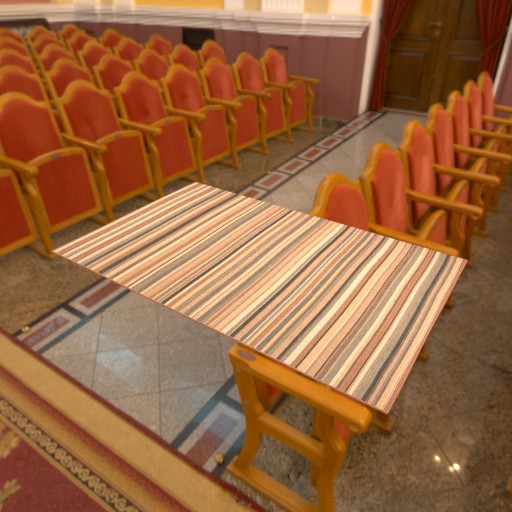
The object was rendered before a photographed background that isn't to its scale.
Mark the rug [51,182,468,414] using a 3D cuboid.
[{"bbox_3d":[0.000,0.000,3.059,2.438,0.014,1.523,20,37,29],"label":"rug"}]
